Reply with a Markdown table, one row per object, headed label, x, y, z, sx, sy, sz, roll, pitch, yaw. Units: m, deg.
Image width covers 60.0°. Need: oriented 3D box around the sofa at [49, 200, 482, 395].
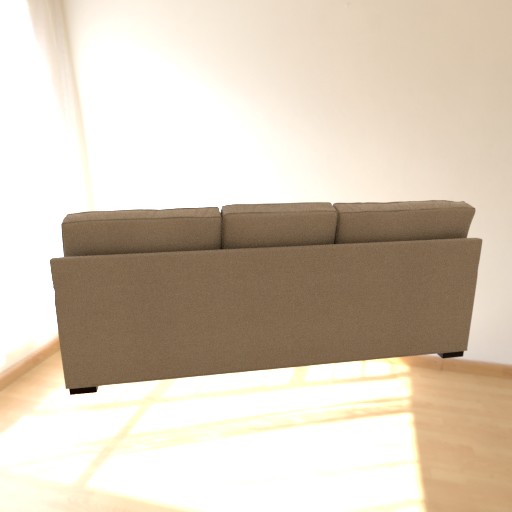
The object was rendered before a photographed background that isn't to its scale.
| label | x | y | z | sx | sy | sz | roll | pitch | yaw |
| --- | --- | --- | --- | --- | --- | --- | --- | --- | --- |
| sofa | 0.000 | 0.000 | 2.840 | 2.087 | 0.861 | 1.496 | -3 | 16 | -10 |
